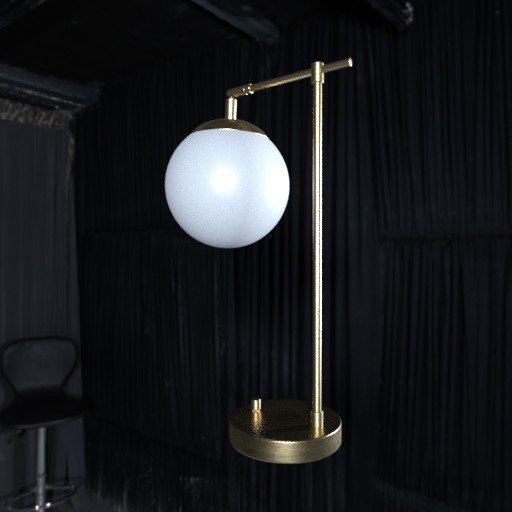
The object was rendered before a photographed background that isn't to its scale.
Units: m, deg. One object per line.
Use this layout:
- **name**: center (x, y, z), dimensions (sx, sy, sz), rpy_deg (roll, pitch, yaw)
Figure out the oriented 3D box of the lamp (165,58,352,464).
- **lamp**: center (0.000, 0.000, 0.712), dimensions (0.324, 0.559, 0.207), rpy_deg (0, 1, 36)
